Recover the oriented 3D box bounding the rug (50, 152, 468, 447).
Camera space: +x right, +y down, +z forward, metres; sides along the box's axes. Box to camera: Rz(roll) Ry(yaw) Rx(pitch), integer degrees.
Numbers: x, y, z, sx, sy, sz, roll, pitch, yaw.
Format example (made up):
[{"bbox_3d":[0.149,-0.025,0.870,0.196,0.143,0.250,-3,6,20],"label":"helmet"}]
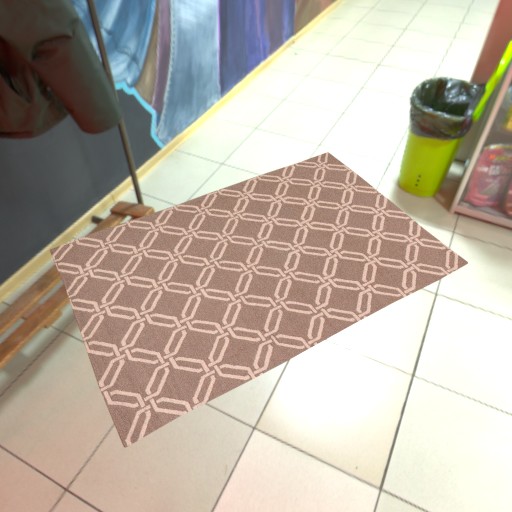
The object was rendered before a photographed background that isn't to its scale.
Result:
[{"bbox_3d":[0.000,0.000,2.187,1.748,0.010,1.142,-23,50,-21],"label":"rug"}]
